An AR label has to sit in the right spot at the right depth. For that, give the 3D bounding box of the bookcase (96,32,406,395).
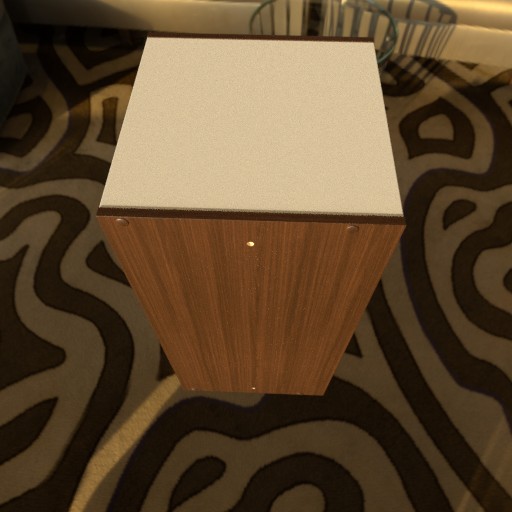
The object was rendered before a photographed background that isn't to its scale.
[{"bbox_3d":[0.000,0.000,0.746,0.290,0.600,0.300,2,58,1],"label":"bookcase"}]
